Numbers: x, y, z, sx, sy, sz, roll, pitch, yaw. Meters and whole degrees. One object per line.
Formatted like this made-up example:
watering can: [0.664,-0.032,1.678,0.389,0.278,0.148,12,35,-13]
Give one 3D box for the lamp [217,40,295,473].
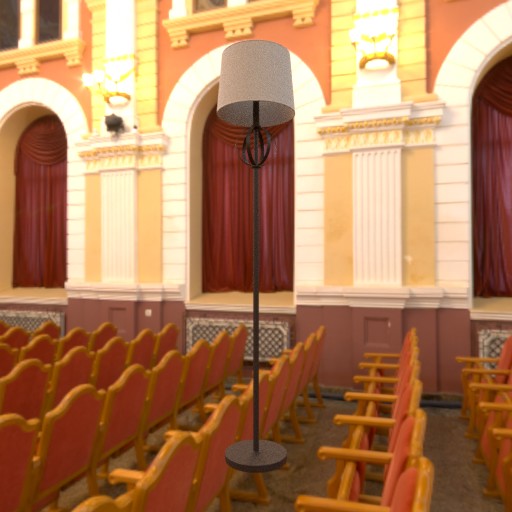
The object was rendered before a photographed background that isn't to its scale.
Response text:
lamp: [0.000,0.000,1.614,0.286,1.462,0.286,0,-1,19]
